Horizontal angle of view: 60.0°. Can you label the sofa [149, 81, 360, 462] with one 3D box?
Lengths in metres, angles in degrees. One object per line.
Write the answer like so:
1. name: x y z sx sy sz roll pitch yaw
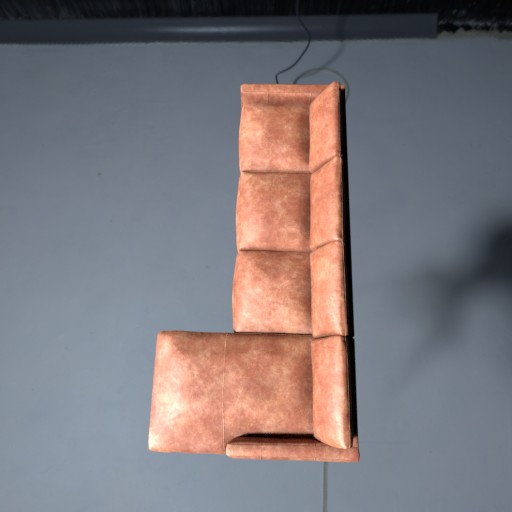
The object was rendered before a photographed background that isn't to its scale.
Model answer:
1. sofa: 0.000 0.000 3.601 1.471 0.859 2.993 1 74 0
